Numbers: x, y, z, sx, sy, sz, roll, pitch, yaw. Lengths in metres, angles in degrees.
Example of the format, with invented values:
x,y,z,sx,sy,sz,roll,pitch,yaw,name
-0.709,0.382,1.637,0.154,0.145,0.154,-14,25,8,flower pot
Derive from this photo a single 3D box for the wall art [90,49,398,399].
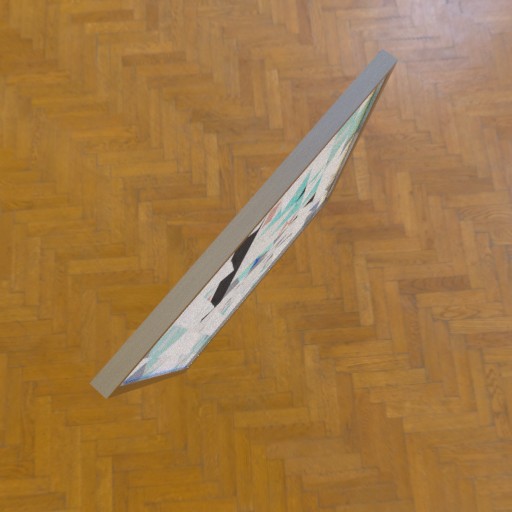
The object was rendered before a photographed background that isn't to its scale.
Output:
x,y,z,sx,sy,sz,roll,pitch,yaw,name
0.000,0.000,1.181,0.038,0.806,0.806,39,81,8,wall art
